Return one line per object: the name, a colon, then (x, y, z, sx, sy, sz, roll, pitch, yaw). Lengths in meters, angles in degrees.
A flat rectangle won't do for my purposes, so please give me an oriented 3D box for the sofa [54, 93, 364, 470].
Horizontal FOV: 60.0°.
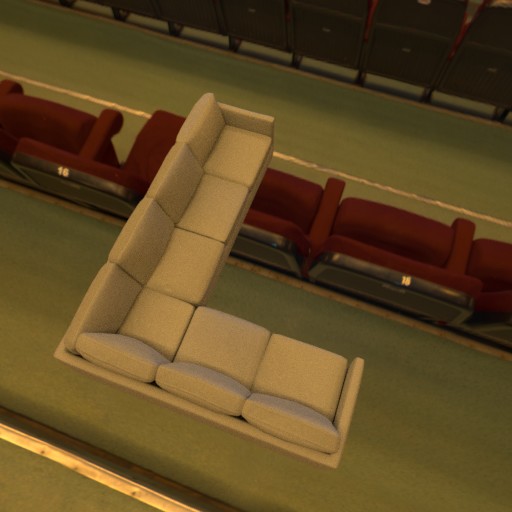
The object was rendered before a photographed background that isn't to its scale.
sofa: (0.000, 0.000, 4.514, 2.592, 0.947, 3.301, 18, 65, 9)
